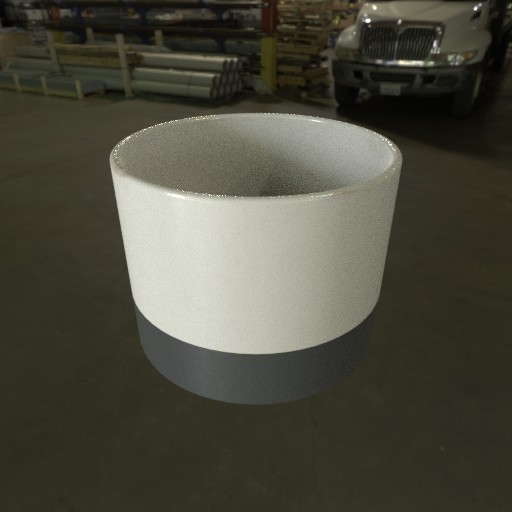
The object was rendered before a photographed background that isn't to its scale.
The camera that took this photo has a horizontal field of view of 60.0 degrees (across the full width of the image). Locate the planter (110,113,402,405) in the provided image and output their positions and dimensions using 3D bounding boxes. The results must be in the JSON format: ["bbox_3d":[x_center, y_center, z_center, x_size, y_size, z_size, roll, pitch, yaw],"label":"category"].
[{"bbox_3d":[0.000,0.000,0.347,0.193,0.177,0.193,0,30,0],"label":"planter"}]
